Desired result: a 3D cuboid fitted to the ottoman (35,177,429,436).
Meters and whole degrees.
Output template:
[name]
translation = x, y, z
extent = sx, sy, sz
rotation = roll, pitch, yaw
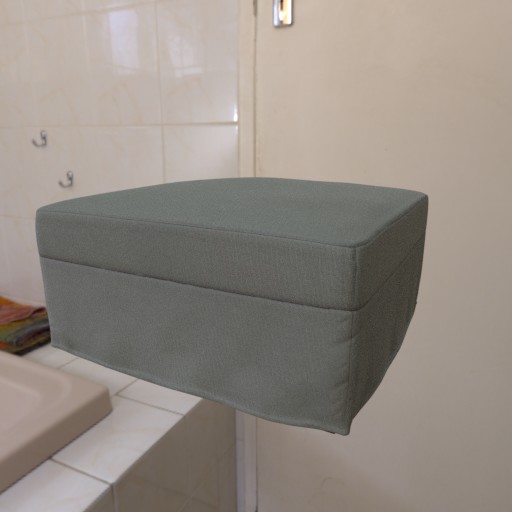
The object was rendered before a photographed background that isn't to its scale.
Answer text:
[ottoman]
translation = 0.000, 0.000, 1.291
extent = 0.842, 0.441, 0.843
rotation = 8, 16, 27
